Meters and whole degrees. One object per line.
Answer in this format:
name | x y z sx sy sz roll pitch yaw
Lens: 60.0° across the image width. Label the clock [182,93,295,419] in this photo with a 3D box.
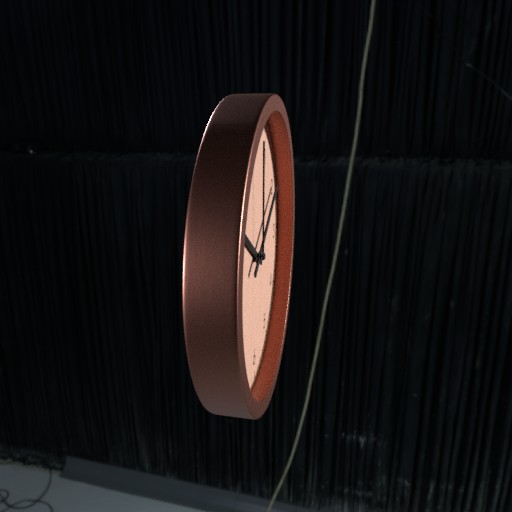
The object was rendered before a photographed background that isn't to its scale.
clock | 0.000 0.000 0.456 0.040 0.313 0.313 3 16 11
